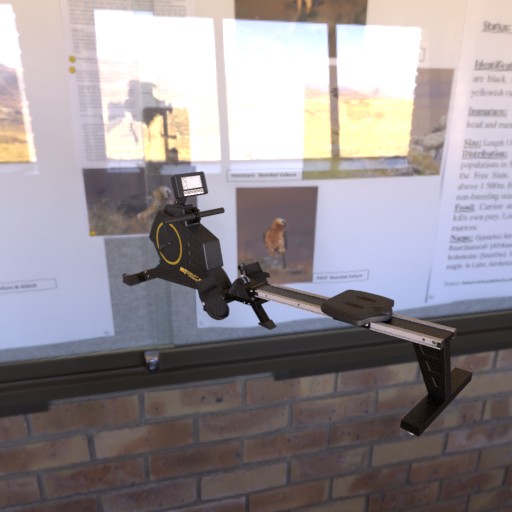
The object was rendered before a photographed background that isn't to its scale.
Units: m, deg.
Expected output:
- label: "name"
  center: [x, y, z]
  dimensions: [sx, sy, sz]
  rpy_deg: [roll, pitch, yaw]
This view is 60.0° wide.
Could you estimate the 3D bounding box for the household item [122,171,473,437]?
- label: "household item"
  center: [0.000, 0.000, 2.475]
  dimensions: [2.251, 0.810, 0.521]
  rpy_deg: [17, 25, 42]
